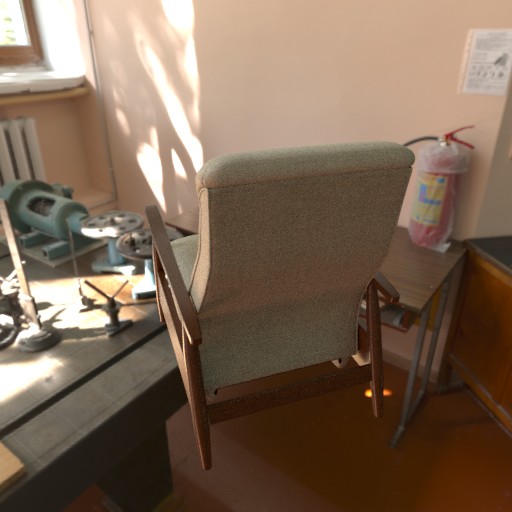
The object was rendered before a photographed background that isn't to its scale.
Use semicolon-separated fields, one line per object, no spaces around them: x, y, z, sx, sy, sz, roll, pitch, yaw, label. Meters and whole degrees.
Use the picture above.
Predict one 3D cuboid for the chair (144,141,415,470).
0.000;0.000;1.812;0.762;1.082;1.014;-9;28;-17;chair
